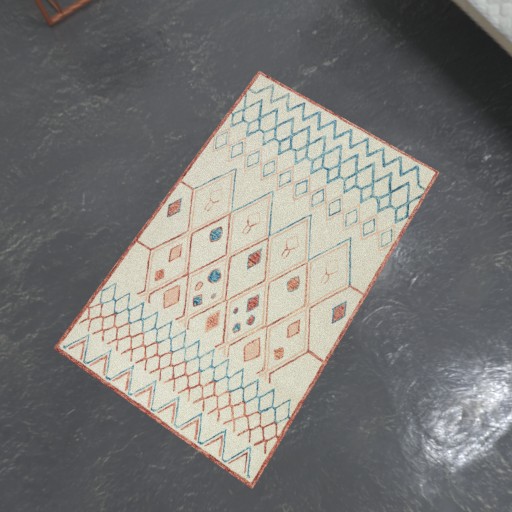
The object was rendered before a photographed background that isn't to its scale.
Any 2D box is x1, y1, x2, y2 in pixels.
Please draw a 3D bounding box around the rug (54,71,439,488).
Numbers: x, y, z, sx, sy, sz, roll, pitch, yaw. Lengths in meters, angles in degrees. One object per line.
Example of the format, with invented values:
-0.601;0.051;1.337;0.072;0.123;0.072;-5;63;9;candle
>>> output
0.000;0.000;2.998;1.524;0.015;2.438;32;78;7;rug
